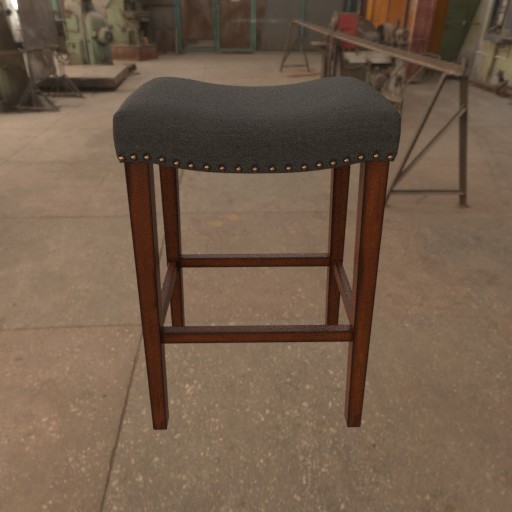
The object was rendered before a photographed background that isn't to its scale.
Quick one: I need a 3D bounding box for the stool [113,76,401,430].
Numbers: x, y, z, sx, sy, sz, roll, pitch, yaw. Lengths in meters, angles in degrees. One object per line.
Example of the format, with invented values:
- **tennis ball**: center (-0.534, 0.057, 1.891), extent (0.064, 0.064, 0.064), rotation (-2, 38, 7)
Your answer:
- **stool**: center (0.000, 0.000, 1.041), extent (0.502, 0.760, 0.366), rotation (0, 30, -1)
